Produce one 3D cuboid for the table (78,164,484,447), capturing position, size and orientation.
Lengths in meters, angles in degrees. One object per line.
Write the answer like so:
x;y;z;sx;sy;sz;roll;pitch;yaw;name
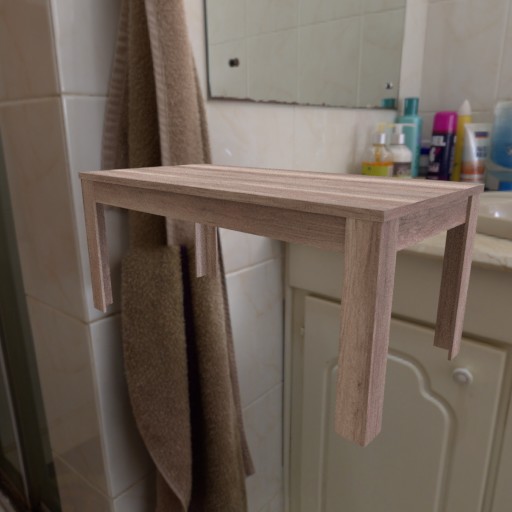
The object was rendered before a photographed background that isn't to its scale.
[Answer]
0.000;0.000;2.249;1.800;0.790;0.900;14;21;41;table
